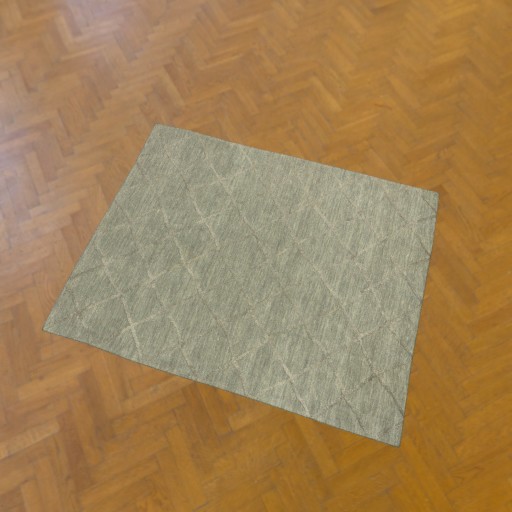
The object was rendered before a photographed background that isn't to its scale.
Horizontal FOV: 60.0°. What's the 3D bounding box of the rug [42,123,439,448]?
[{"bbox_3d":[0.000,0.000,4.040,3.048,0.013,2.438,16,64,8],"label":"rug"}]
